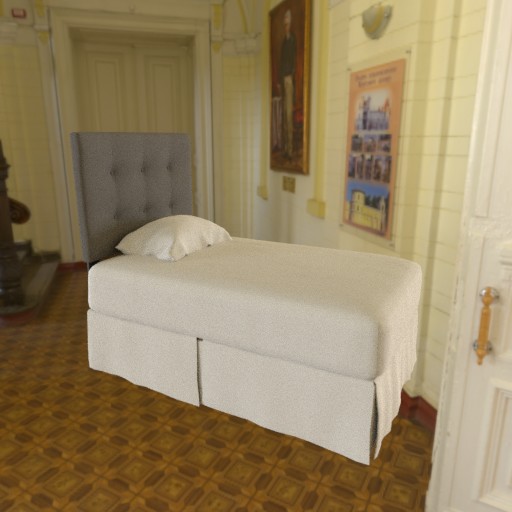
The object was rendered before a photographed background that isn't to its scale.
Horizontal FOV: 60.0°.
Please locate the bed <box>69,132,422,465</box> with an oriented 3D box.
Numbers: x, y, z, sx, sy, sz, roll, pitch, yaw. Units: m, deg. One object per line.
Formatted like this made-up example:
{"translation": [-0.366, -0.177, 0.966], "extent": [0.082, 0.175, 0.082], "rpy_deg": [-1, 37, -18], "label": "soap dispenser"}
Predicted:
{"translation": [0.000, 0.000, 2.904], "extent": [1.997, 1.571, 1.261], "rpy_deg": [8, 17, 27], "label": "bed"}
